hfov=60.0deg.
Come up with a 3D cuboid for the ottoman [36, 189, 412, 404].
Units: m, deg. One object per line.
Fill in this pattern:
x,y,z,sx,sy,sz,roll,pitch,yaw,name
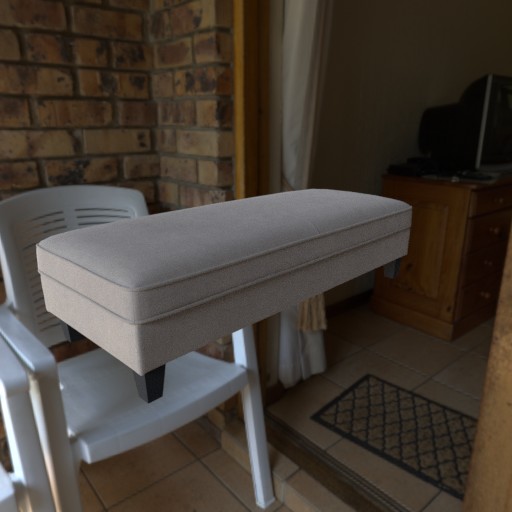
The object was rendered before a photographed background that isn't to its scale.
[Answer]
0.000,0.000,2.060,0.735,0.460,1.726,16,23,42,ottoman
